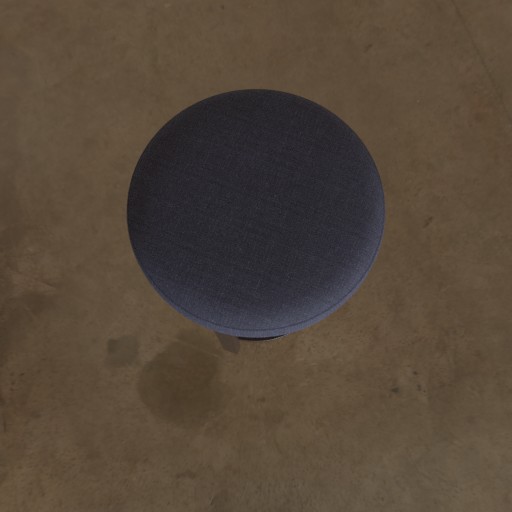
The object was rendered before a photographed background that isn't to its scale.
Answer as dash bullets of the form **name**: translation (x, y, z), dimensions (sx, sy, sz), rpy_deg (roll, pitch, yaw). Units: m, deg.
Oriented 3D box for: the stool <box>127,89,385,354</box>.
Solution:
- **stool**: translation (0.000, 0.000, 1.057), dimensions (0.446, 0.758, 0.446), rpy_deg (0, 75, 0)
